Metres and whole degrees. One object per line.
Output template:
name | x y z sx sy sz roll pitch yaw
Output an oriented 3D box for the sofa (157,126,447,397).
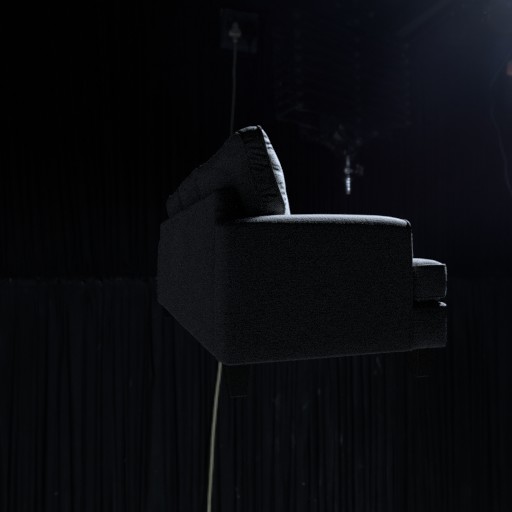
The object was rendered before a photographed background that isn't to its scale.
sofa | 0.000 0.000 2.629 0.951 0.965 2.158 0 0 -18
